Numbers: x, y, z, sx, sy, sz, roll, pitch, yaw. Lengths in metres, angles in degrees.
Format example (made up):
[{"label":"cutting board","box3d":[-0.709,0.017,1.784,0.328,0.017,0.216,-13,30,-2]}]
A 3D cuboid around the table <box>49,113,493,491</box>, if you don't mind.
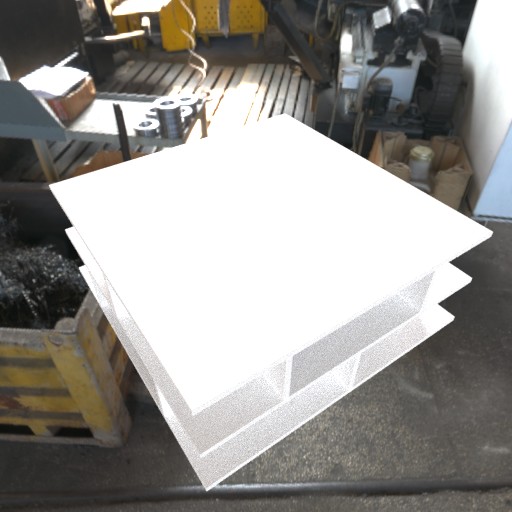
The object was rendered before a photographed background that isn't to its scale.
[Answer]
[{"label":"table","box3d":[0.000,0.000,1.071,0.700,0.289,0.700,-25,47,-25]}]
